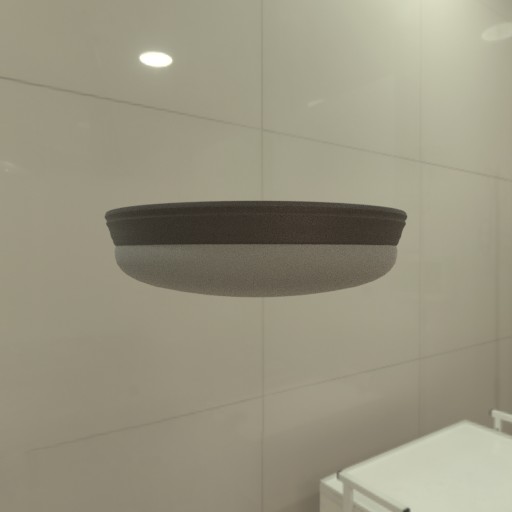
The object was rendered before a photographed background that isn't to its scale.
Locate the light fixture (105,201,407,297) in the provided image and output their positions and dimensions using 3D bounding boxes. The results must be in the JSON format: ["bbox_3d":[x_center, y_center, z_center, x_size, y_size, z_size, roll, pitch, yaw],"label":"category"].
[{"bbox_3d":[0.000,0.000,0.570,0.368,0.100,0.368,0,1,0],"label":"light fixture"}]
